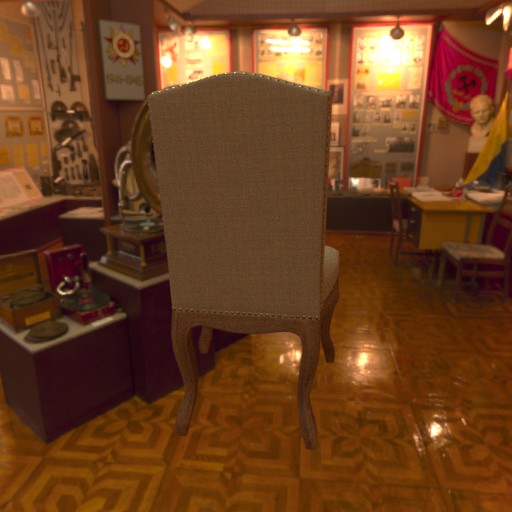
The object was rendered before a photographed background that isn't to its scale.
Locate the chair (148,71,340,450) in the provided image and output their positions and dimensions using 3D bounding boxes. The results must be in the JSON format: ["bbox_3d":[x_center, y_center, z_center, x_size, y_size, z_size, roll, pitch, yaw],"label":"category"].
[{"bbox_3d":[0.000,0.000,1.614,0.637,1.191,0.731,3,18,8],"label":"chair"}]
